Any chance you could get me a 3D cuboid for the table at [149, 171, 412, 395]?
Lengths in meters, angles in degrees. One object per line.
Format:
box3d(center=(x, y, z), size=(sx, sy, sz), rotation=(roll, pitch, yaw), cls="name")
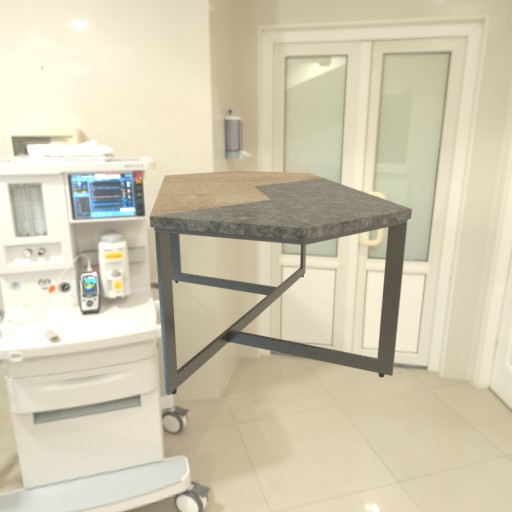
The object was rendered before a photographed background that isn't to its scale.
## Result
box3d(center=(0.000, 0.000, 1.489), size=(0.609, 0.457, 1.219), rotation=(-3, 16, -9), cls="table")
